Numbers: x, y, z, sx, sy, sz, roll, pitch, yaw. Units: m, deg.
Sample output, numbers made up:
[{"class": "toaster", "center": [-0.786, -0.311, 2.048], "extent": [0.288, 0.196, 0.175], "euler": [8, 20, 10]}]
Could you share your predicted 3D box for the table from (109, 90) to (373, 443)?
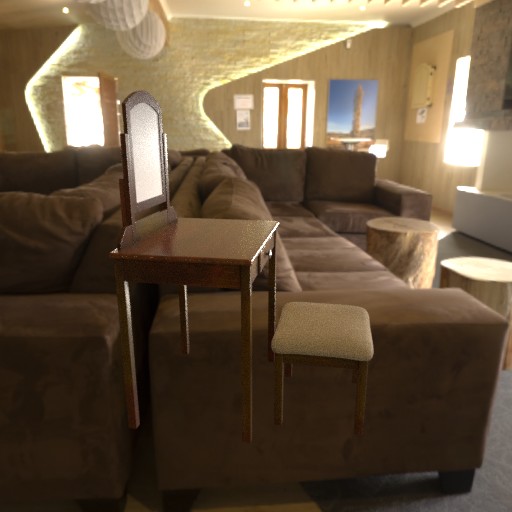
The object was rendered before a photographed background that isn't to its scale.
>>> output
[{"class": "table", "center": [0.000, 0.000, 2.302], "extent": [1.211, 1.631, 0.876], "euler": [3, 16, 10]}]
